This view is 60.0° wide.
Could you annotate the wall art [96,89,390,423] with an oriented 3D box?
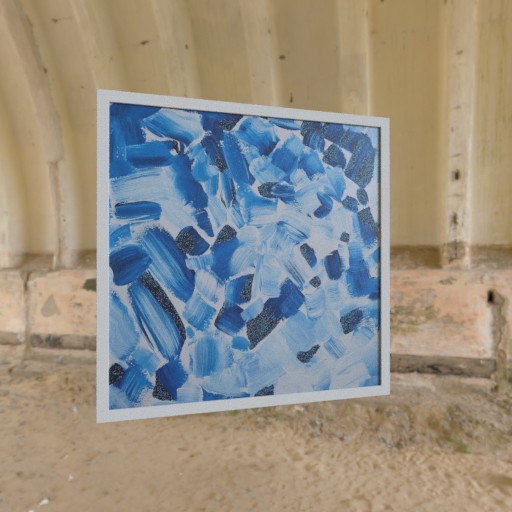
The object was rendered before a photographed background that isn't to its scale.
[{"bbox_3d":[0.000,0.000,0.675,0.457,0.457,0.012,0,0,-16],"label":"wall art"}]
